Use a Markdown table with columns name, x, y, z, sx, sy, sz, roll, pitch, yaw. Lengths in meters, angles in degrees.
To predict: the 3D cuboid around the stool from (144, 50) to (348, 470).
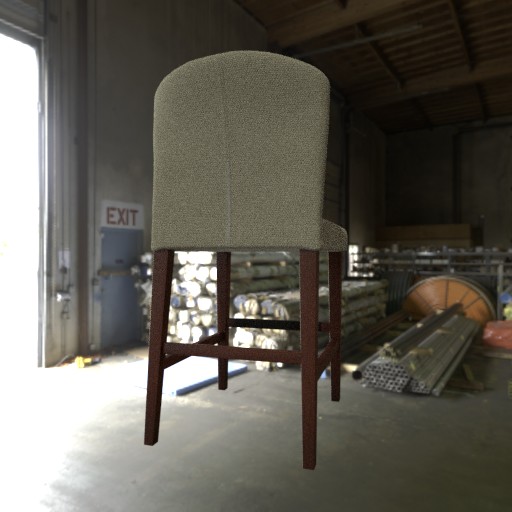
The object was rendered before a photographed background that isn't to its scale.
| name | x | y | z | sx | sy | sz | roll | pitch | yaw |
| --- | --- | --- | --- | --- | --- | --- | --- | --- | --- |
| stool | 0.000 | 0.000 | 1.312 | 0.481 | 0.969 | 0.568 | 0 | 0 | 18 |
